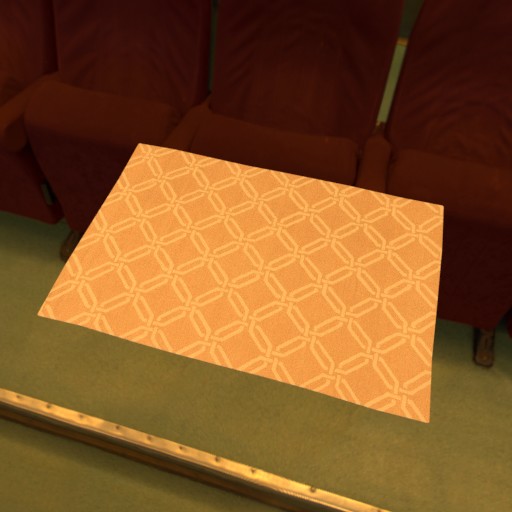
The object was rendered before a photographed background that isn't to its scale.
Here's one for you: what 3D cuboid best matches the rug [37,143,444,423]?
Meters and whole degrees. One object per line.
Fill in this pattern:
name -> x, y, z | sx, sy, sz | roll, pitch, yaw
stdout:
rug -> 0.000, 0.000, 2.163 | 1.745, 0.010, 1.146 | 13, 59, 8
